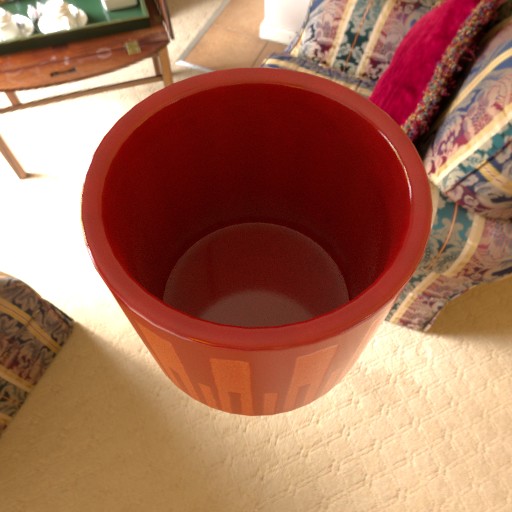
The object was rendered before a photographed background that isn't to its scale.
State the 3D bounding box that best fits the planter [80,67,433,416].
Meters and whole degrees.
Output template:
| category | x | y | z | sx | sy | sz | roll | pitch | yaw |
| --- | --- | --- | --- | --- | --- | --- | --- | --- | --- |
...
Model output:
| category | x | y | z | sx | sy | sz | roll | pitch | yaw |
| --- | --- | --- | --- | --- | --- | --- | --- | --- | --- |
| planter | 0.000 | 0.000 | 0.377 | 0.230 | 0.202 | 0.230 | 0 | 60 | 0 |
